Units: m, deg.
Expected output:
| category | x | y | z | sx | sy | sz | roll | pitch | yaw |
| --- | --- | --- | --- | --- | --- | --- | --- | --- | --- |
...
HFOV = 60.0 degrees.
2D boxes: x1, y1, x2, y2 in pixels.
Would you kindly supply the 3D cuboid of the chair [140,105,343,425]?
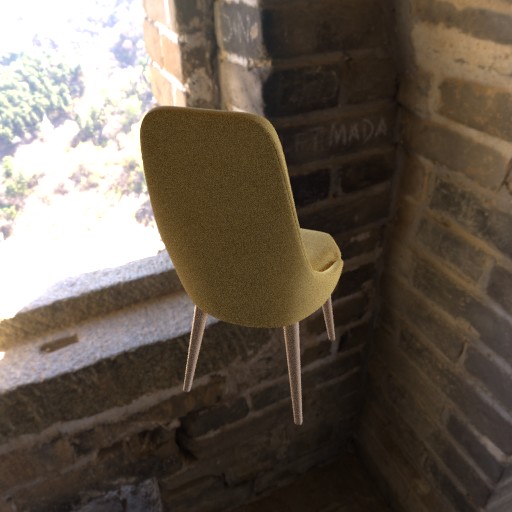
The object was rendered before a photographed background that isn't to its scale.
| category | x | y | z | sx | sy | sz | roll | pitch | yaw |
| --- | --- | --- | --- | --- | --- | --- | --- | --- | --- |
| chair | 0.000 | 0.000 | 1.401 | 0.510 | 1.040 | 0.660 | 10 | 33 | 17 |
